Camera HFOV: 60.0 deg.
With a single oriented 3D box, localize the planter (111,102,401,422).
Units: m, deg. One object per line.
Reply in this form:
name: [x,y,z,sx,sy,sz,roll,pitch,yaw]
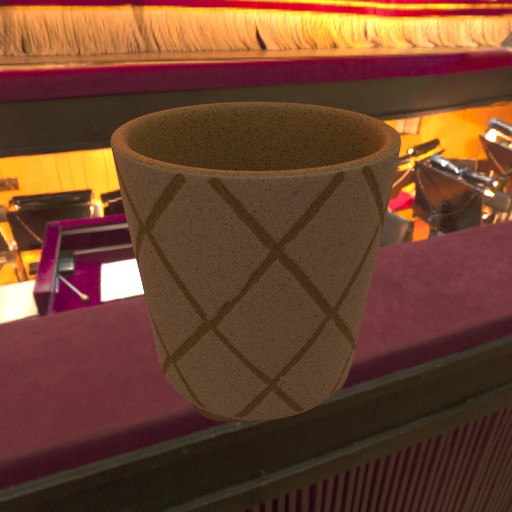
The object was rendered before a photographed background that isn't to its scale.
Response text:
planter: [0.000,0.000,0.350,0.191,0.199,0.191,0,30,0]
